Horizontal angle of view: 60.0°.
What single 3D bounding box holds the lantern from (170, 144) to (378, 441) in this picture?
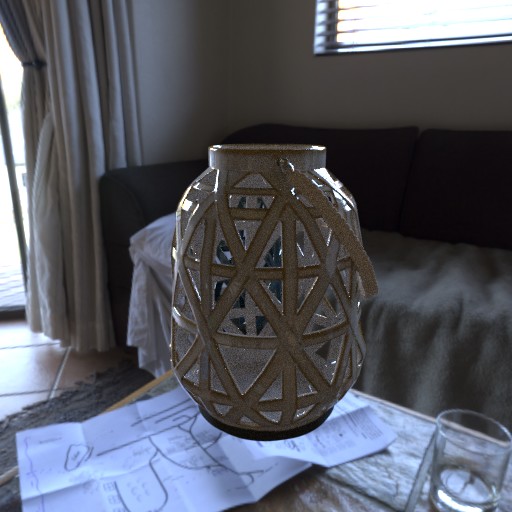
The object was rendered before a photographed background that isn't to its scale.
[{"bbox_3d":[0.000,0.000,0.618,0.245,0.307,0.439,-3,17,-10],"label":"lantern"}]
